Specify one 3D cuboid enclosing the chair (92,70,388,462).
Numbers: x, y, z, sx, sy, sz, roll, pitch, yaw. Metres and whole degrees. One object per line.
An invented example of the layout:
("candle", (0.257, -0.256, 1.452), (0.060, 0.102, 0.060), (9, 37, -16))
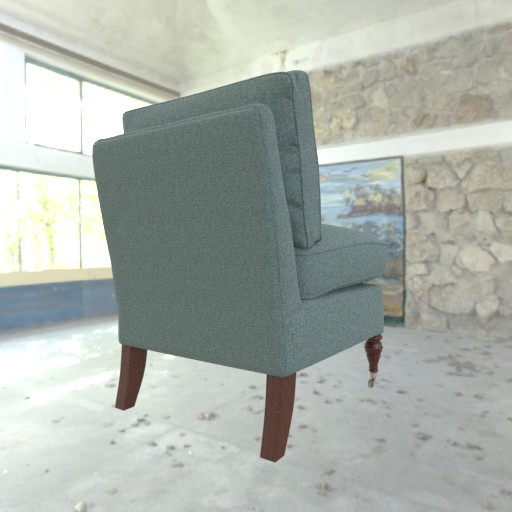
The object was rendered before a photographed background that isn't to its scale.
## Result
("chair", (0.000, 0.000, 1.405), (0.624, 0.901, 0.796), (1, 2, 36))
